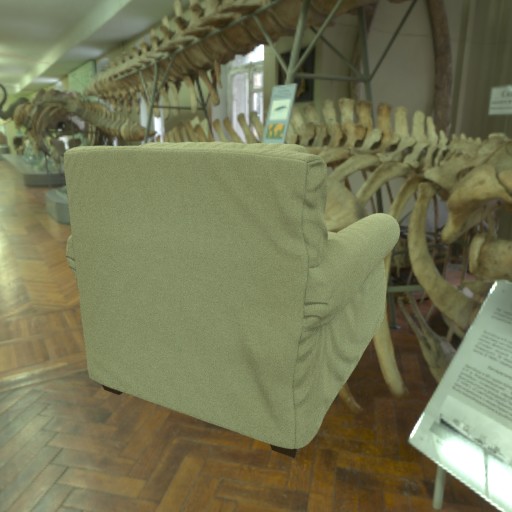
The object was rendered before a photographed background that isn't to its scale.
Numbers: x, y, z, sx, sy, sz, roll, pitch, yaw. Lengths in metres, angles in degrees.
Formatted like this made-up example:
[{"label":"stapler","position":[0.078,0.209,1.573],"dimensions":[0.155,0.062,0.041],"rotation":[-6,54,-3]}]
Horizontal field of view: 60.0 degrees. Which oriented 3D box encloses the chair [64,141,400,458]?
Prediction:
[{"label":"chair","position":[0.000,0.000,1.705],"dimensions":[0.940,0.866,1.066],"rotation":[8,18,27]}]
